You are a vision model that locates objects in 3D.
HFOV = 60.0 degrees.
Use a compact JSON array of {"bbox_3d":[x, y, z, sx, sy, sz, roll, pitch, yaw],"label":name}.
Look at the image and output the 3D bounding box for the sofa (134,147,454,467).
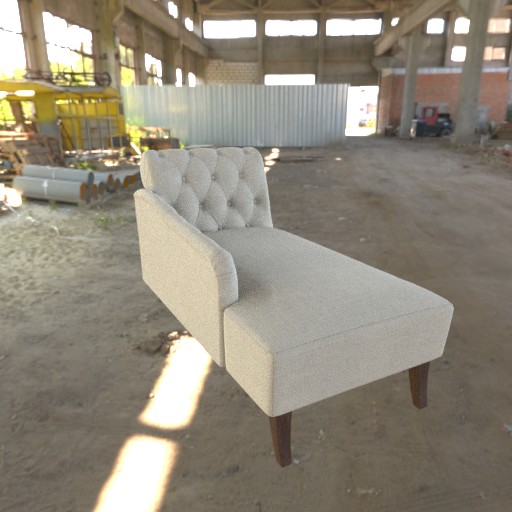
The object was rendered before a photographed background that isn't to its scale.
[{"bbox_3d":[0.000,0.000,1.793,0.675,0.787,1.379,-9,19,-27],"label":"sofa"}]
